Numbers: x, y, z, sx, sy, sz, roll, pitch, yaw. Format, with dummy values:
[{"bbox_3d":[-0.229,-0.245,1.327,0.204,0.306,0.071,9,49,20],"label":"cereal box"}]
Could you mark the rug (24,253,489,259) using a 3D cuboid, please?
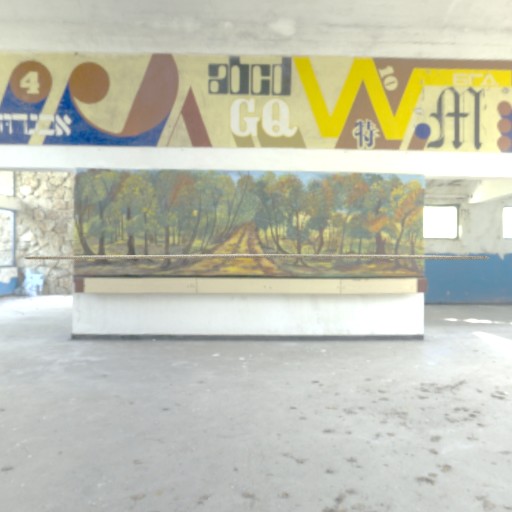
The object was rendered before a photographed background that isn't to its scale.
[{"bbox_3d":[0.000,0.000,2.964,2.283,0.030,1.596,0,0,0],"label":"rug"}]
